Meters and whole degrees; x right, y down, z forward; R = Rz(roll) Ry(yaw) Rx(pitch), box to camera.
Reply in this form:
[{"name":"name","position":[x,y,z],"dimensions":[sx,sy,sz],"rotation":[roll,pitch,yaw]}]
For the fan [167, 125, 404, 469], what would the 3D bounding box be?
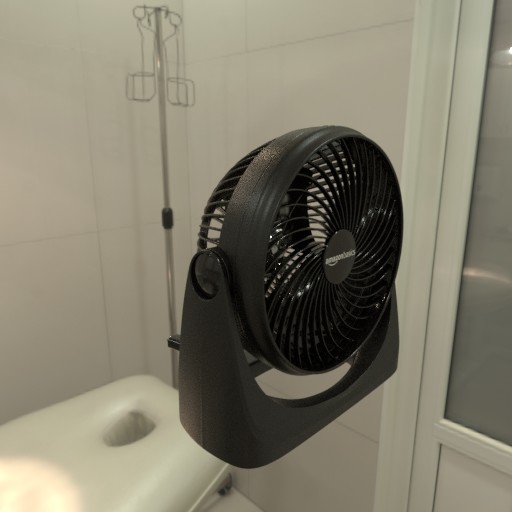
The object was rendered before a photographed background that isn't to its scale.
[{"name":"fan","position":[0.000,0.000,0.497],"dimensions":[0.256,0.277,0.273],"rotation":[14,20,43]}]
